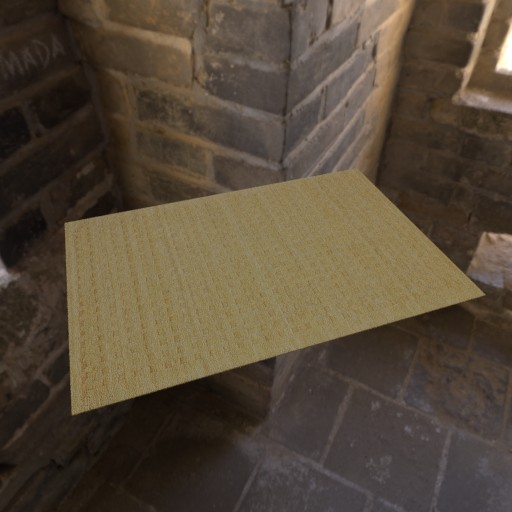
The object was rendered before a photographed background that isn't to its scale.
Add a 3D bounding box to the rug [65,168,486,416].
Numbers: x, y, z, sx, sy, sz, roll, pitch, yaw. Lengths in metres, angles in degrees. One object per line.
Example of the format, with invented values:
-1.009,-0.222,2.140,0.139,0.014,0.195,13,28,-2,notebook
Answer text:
0.000,0.000,2.825,2.286,0.006,1.524,-13,43,-14,rug
